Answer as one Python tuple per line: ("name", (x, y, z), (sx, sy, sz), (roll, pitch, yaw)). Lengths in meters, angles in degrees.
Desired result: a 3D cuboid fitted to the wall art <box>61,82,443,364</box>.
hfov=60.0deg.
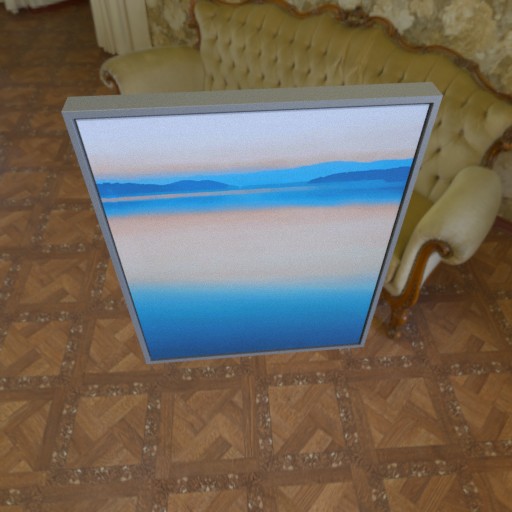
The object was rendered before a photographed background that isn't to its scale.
("wall art", (0.000, 0.000, 0.735), (0.453, 0.554, 0.037), (-4, 46, -4))
